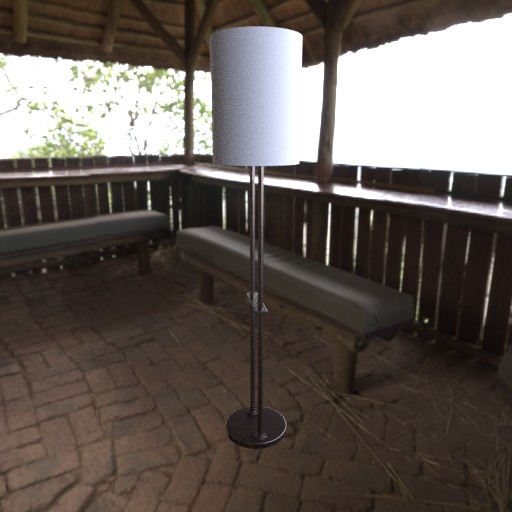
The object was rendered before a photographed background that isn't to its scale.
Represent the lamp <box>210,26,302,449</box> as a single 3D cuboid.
[{"bbox_3d":[0.000,0.000,1.663,0.305,1.500,0.306,-3,15,-10],"label":"lamp"}]
